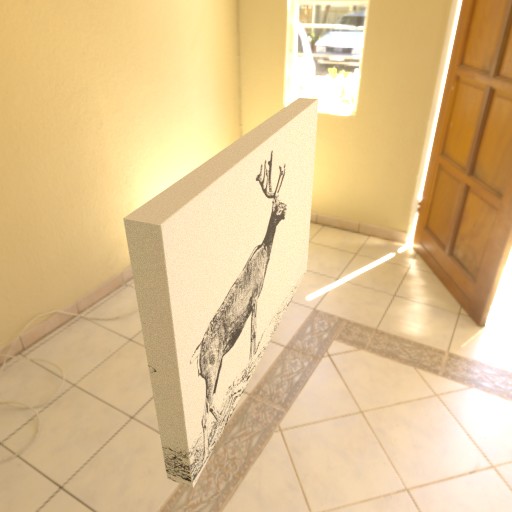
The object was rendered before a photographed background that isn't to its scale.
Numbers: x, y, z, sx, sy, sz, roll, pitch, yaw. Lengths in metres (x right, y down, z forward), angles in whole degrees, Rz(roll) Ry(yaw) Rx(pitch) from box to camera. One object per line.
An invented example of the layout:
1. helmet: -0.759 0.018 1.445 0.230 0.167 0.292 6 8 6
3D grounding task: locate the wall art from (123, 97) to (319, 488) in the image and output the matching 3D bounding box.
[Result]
1. wall art: 0.000 0.000 0.768 0.042 0.414 0.608 11 32 18
